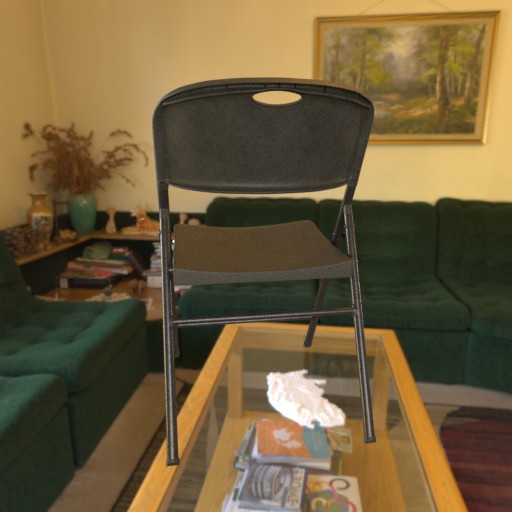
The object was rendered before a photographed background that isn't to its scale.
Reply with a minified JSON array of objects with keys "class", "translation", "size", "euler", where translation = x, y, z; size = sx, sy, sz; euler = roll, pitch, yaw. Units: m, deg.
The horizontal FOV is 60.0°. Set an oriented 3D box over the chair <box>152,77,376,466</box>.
[{"class":"chair","translation":[0.000,0.000,1.174],"size":[0.494,0.810,0.566],"euler":[-2,14,-9]}]
